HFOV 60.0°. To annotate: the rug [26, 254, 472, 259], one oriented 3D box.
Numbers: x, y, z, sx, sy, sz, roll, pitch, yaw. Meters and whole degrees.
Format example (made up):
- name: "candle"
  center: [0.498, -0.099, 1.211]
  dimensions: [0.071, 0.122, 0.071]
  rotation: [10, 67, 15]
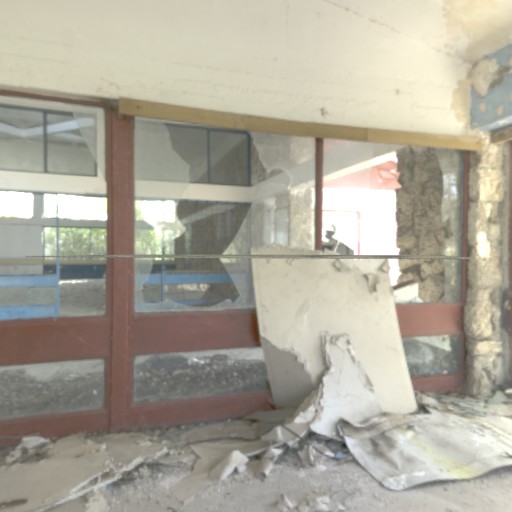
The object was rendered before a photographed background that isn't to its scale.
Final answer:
- name: "rug"
  center: [0.000, 0.000, 2.988]
  dimensions: [2.433, 0.007, 1.507]
  rotation: [0, 1, 18]
